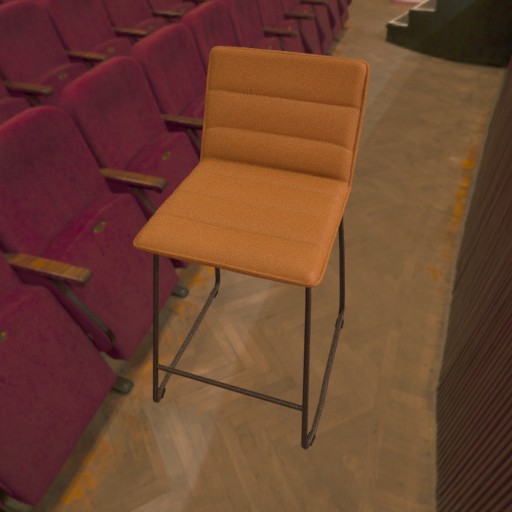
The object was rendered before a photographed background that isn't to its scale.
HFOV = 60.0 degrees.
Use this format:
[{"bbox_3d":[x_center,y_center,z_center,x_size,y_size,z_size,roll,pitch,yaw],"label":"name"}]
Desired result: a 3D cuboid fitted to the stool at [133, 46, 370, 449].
[{"bbox_3d":[0.000,0.000,1.143,0.489,0.866,0.524,12,43,13],"label":"stool"}]
